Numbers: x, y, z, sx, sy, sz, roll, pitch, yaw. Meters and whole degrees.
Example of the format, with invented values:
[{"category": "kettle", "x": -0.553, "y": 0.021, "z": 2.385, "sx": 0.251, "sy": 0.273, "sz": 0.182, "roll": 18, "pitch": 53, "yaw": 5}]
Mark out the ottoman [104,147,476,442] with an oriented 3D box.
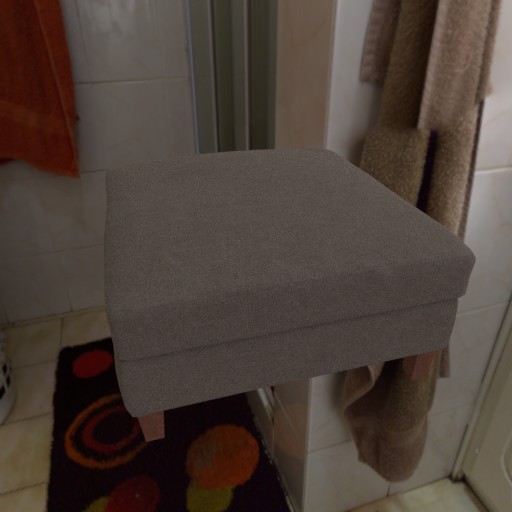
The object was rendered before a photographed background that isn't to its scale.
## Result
[{"category": "ottoman", "x": 0.000, "y": 0.000, "z": 1.386, "sx": 0.861, "sy": 0.482, "sz": 0.881, "roll": -8, "pitch": 32, "yaw": -14}]
